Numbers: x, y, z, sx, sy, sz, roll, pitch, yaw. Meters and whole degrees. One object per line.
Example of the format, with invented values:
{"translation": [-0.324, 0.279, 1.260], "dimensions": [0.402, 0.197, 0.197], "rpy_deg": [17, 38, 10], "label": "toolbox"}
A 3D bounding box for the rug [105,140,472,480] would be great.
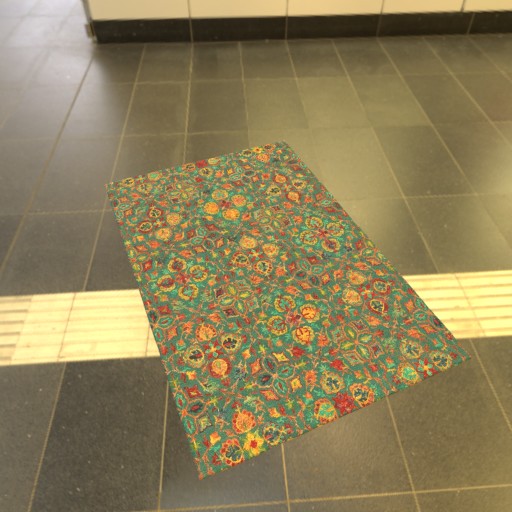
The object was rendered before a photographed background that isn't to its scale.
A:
{"translation": [0.000, 0.000, 2.872], "dimensions": [1.527, 0.016, 2.290], "rpy_deg": [-18, 49, -16], "label": "rug"}
